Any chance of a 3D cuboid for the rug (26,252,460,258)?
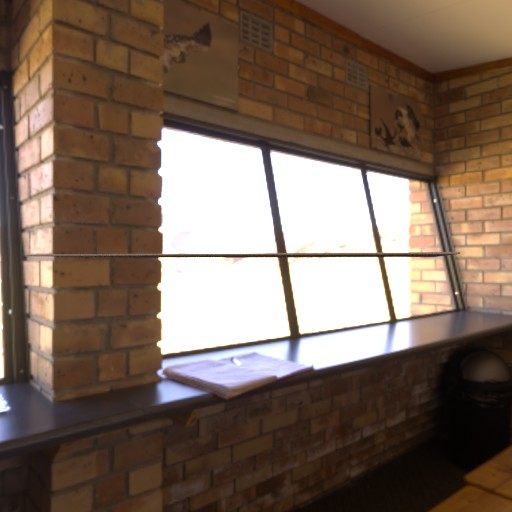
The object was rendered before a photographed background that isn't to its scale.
[{"bbox_3d":[0.000,0.000,2.334,1.828,0.007,1.220,0,-1,18],"label":"rug"}]
